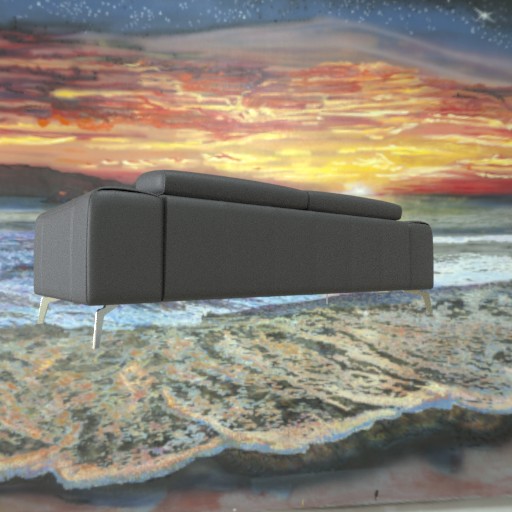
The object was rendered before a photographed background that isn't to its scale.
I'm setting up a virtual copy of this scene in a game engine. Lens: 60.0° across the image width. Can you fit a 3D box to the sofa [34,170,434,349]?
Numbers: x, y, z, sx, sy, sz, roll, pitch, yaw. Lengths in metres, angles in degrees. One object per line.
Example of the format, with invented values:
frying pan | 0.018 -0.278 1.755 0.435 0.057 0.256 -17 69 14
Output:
sofa | 0.000 0.000 2.734 2.321 0.759 1.023 1 -2 -37
